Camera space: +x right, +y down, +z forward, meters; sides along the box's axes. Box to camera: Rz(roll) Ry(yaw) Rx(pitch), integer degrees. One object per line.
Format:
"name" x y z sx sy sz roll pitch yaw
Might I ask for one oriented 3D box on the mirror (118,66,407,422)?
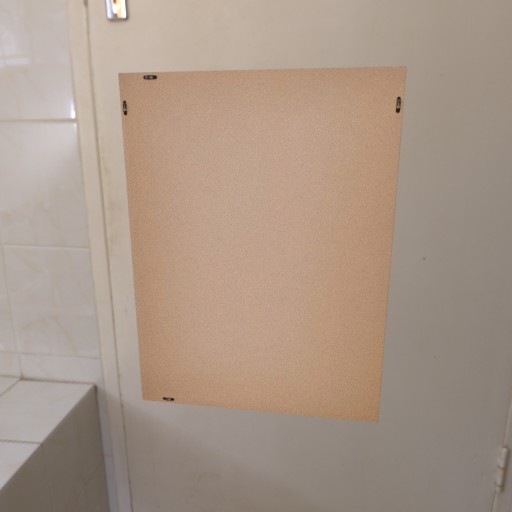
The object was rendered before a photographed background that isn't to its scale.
"mirror" 0.000 0.000 1.303 0.762 1.016 0.040 2 15 9
